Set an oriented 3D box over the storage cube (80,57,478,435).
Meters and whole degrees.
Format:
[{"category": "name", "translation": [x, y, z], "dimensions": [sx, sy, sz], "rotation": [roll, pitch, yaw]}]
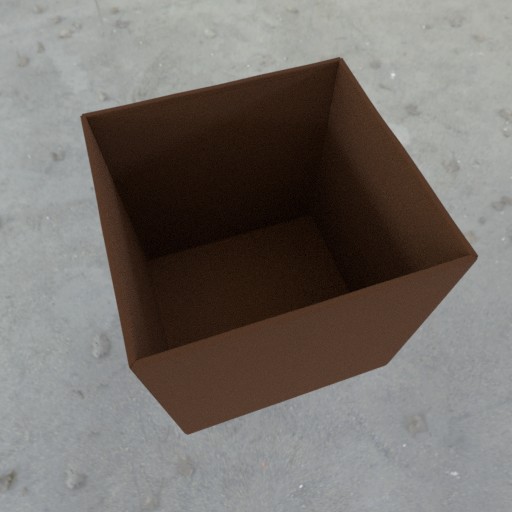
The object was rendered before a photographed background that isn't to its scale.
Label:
[{"category": "storage cube", "translation": [0.000, 0.000, 0.494], "dimensions": [0.270, 0.280, 0.270], "rotation": [-16, 61, -9]}]
